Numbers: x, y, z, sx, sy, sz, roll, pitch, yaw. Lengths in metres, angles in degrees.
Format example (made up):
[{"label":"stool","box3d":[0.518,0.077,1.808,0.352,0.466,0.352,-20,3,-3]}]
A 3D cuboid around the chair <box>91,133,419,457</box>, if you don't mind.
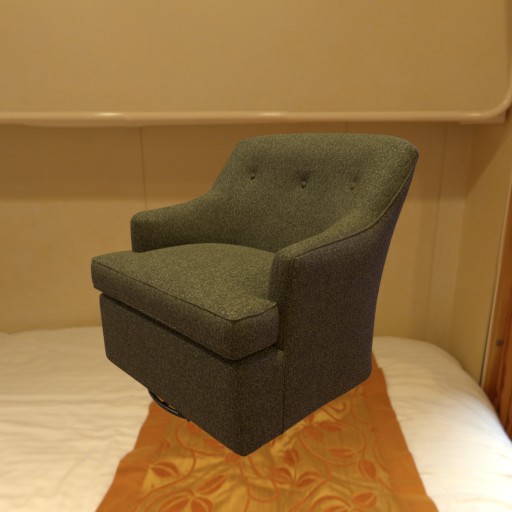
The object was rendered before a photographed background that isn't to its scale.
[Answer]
[{"label":"chair","box3d":[0.000,0.000,1.604,0.923,0.856,0.864,-15,22,-43]}]
